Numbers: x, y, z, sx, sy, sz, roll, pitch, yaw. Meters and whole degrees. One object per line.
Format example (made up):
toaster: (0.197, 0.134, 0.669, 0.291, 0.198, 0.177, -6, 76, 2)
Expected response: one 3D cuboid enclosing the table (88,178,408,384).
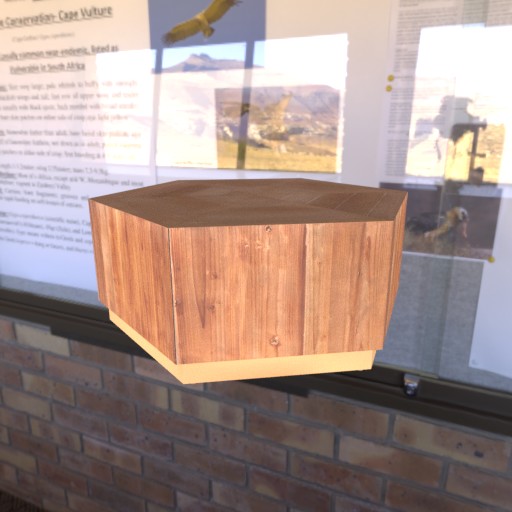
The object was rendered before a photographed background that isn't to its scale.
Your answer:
table: (0.000, 0.000, 1.650, 1.154, 0.456, 1.000, -2, 17, -8)
